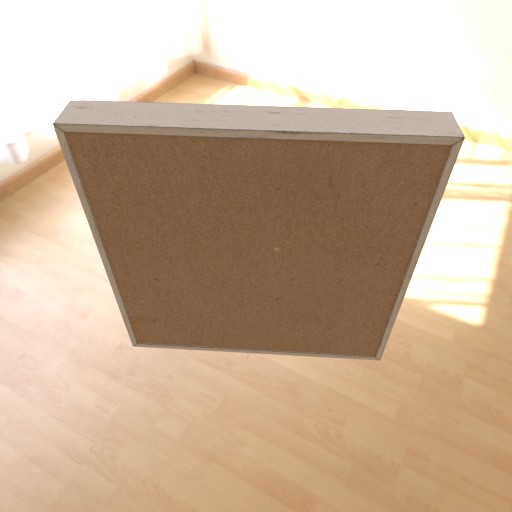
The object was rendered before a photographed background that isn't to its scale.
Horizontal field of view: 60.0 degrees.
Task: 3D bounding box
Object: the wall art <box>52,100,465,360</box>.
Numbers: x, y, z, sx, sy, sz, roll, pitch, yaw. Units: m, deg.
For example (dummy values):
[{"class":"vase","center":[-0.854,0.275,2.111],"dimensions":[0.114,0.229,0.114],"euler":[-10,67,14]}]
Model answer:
[{"class":"wall art","center":[0.000,0.000,0.449],"dimensions":[0.305,0.305,0.038],"euler":[3,46,3]}]
